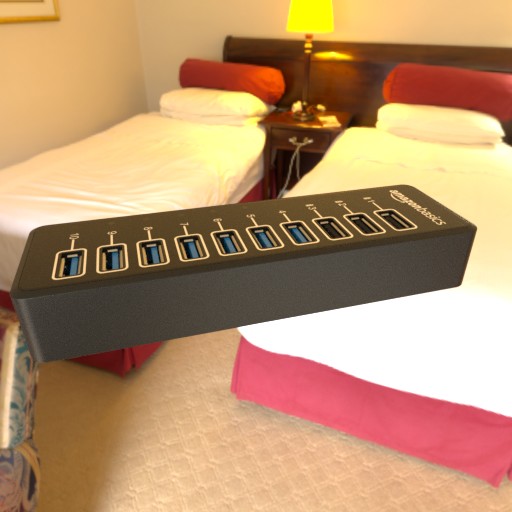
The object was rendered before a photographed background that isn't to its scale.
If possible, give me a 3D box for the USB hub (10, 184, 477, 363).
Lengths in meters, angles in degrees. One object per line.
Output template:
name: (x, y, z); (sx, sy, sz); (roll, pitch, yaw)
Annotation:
USB hub: (0.000, 0.000, 0.154); (0.145, 0.023, 0.044); (-8, 31, -14)
